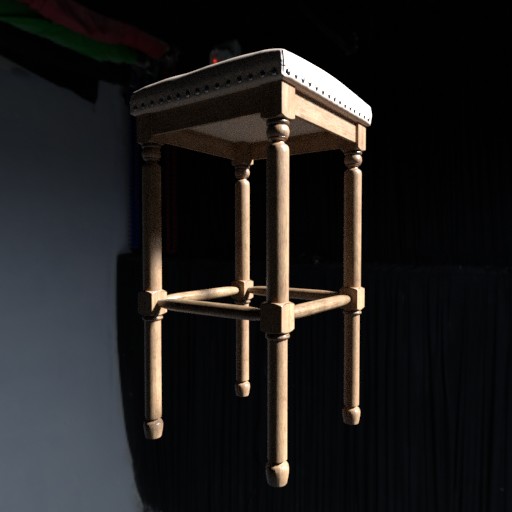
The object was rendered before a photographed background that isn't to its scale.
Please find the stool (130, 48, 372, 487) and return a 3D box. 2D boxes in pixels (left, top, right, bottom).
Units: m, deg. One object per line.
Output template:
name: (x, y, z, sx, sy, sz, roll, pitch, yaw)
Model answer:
stool: (0.000, 0.000, 0.973, 0.382, 0.768, 0.383, 1, 2, 36)
